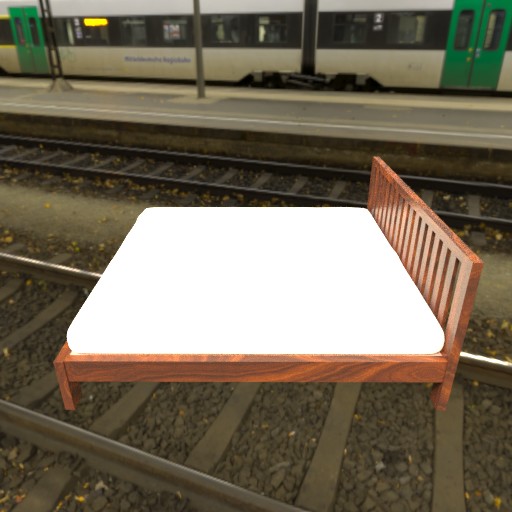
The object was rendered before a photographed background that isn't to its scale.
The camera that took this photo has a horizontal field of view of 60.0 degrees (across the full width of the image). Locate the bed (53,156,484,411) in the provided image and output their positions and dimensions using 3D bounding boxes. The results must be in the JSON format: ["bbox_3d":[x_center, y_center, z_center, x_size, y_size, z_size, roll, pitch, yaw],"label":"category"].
[{"bbox_3d":[0.000,0.000,3.021,2.030,0.890,1.905,0,27,0],"label":"bed"}]
